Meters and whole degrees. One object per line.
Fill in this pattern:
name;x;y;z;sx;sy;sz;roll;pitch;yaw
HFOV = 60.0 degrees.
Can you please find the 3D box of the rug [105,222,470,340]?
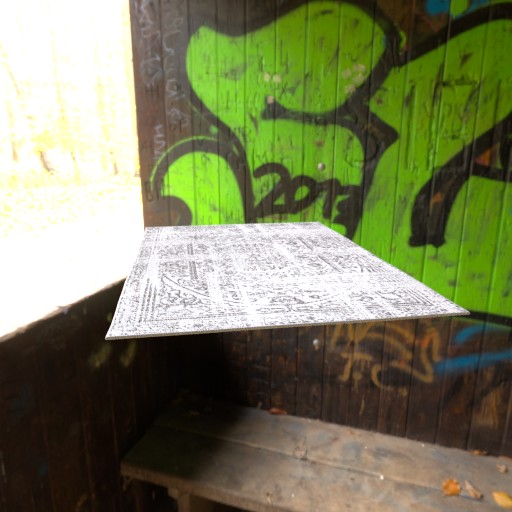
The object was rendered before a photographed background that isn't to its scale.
rug;0.000;0.000;3.162;1.706;0.026;2.438;-2;15;-9
